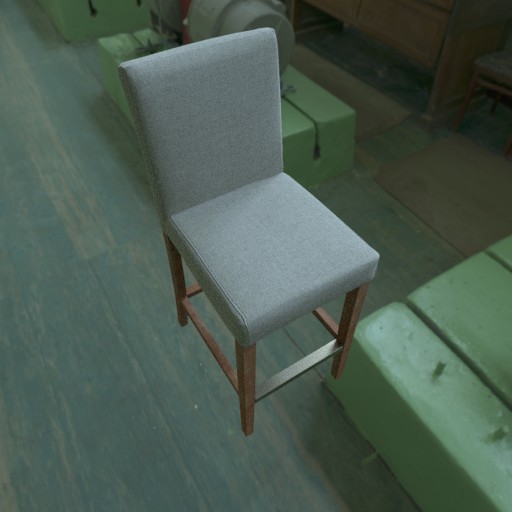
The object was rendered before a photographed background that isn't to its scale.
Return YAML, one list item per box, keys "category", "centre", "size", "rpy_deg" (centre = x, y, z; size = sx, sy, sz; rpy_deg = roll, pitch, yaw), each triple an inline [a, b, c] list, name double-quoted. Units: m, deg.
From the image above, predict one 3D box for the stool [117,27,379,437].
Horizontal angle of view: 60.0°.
- category: "stool"
  centre: [0.000, 0.000, 1.344]
  size: [0.439, 1.088, 0.570]
  rpy_deg: [-25, 53, -21]
